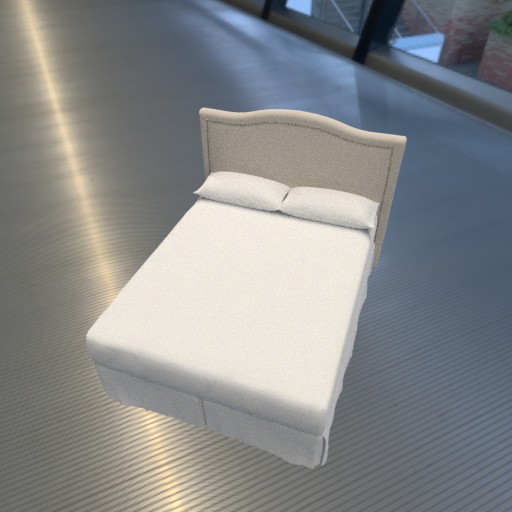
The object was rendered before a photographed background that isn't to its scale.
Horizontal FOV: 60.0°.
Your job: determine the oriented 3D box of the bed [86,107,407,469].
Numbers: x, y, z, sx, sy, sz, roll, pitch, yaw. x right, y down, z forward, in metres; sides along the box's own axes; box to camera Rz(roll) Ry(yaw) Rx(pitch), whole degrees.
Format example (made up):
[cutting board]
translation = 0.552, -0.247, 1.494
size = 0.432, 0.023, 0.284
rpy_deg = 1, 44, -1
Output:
[bed]
translation = 0.000, 0.000, 3.320
size = 1.753, 1.460, 2.143
rpy_deg = 13, 42, 15
